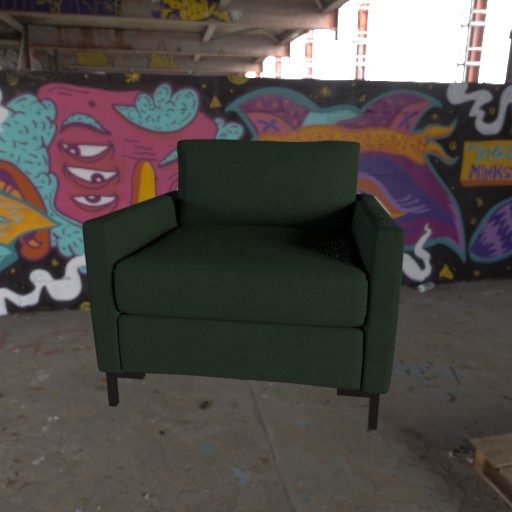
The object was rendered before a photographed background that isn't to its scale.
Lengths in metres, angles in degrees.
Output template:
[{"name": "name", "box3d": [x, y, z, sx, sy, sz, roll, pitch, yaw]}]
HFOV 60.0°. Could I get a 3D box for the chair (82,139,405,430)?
[{"name": "chair", "box3d": [0.000, 0.000, 1.690, 0.963, 0.861, 0.866, 2, 15, 8]}]
